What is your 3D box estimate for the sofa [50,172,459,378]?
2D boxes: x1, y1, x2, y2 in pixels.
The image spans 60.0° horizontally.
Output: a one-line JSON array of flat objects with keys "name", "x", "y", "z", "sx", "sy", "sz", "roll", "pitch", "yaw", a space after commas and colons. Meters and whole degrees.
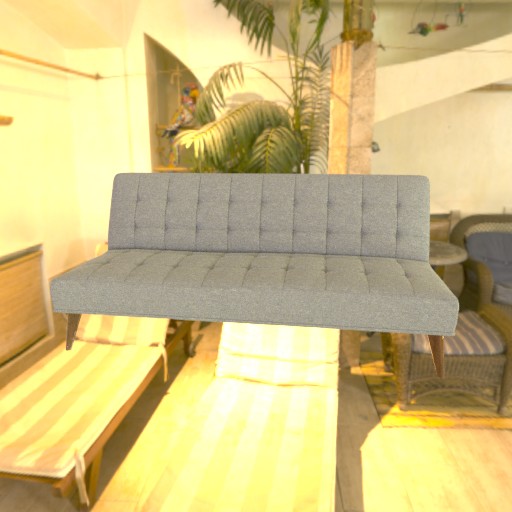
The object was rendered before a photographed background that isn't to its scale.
[{"name": "sofa", "x": 0.000, "y": 0.000, "z": 2.298, "sx": 1.800, "sy": 0.810, "sz": 0.860, "roll": 2, "pitch": 14, "yaw": 8}]
